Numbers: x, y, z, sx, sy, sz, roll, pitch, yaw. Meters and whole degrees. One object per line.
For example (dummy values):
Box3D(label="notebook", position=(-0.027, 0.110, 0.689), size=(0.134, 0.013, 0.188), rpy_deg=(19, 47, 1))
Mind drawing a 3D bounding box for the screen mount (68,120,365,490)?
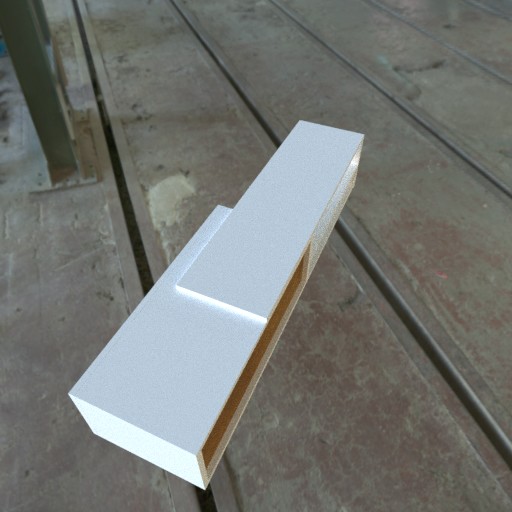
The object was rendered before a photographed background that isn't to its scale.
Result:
Box3D(label="screen mount", position=(0.000, 0.000, 1.837), size=(0.420, 0.320, 1.680), rpy_deg=(18, 49, 17))
